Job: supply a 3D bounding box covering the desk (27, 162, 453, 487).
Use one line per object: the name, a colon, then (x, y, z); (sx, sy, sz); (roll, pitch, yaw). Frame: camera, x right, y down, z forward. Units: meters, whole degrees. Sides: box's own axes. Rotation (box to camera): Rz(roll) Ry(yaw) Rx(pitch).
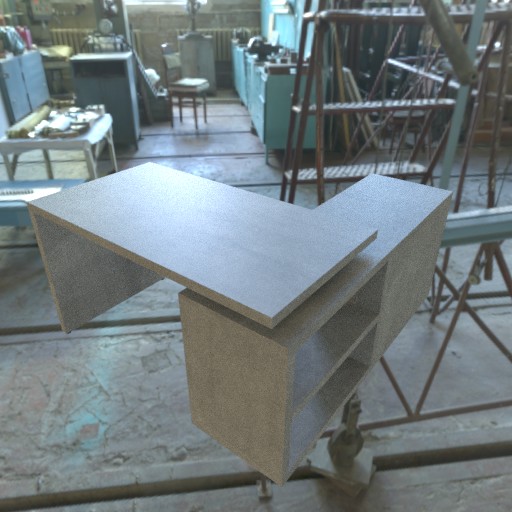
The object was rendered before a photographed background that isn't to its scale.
desk: (0.000, 0.000, 2.280); (1.400, 0.740, 1.500); (21, 36, 32)
